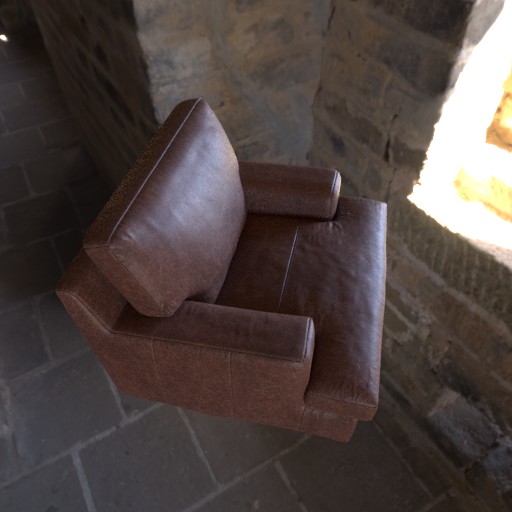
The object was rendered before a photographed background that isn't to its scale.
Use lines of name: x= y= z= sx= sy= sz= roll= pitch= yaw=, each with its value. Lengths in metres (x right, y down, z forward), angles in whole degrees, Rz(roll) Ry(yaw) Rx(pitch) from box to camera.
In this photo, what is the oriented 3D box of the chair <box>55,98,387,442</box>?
chair: x=0.000 y=0.000 z=1.949 sx=1.143 sy=0.939 sz=1.168 roll=10 pitch=48 yaw=9
